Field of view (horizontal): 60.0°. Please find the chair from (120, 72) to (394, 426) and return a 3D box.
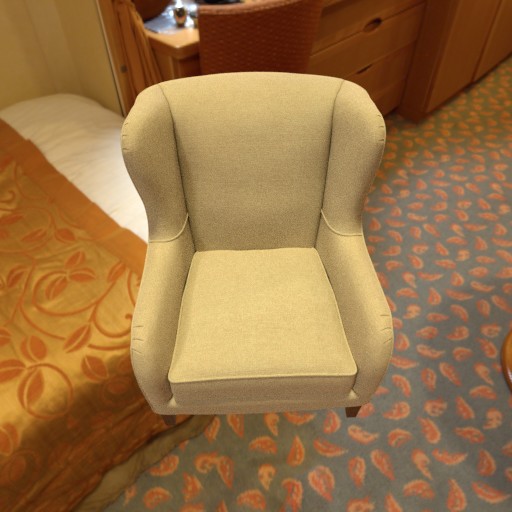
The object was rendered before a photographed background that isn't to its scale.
[{"bbox_3d":[0.000,0.000,1.692,0.838,1.040,0.966,-2,47,-2],"label":"chair"}]
